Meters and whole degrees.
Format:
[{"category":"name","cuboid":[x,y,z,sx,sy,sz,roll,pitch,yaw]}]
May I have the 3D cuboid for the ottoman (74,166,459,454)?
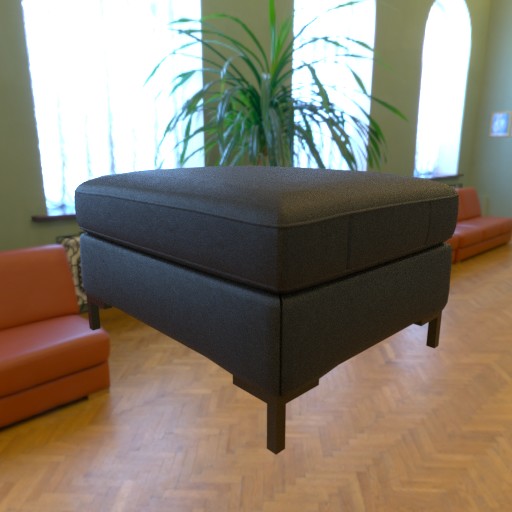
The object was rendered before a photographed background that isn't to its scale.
[{"category":"ottoman","cuboid":[0.000,0.000,1.773,0.967,0.696,1.187,-13,19,-42]}]
